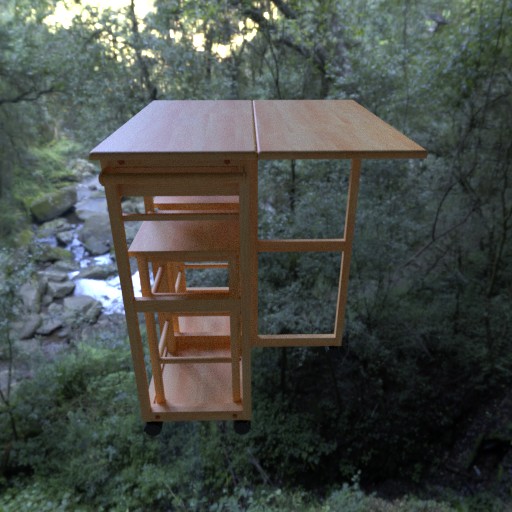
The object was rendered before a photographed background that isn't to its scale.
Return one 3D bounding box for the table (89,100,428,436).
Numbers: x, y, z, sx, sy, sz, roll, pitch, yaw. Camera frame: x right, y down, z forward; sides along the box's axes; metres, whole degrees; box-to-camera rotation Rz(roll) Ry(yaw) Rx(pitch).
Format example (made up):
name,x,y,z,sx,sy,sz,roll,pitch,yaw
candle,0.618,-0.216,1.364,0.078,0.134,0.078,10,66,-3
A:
name,x,y,z,sx,sy,sz,roll,pitch,yaw
table,0.000,0.000,1.395,0.693,0.832,0.752,-1,27,-1
